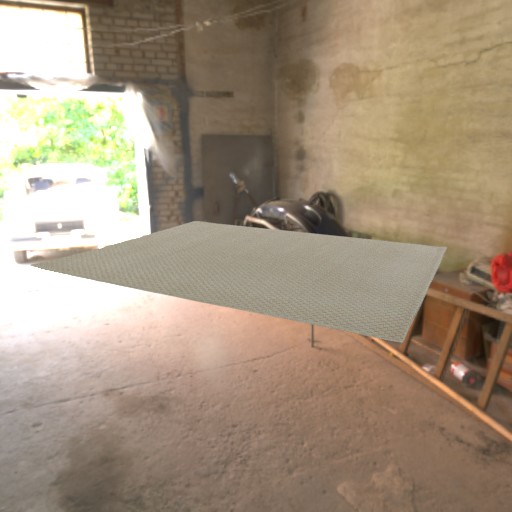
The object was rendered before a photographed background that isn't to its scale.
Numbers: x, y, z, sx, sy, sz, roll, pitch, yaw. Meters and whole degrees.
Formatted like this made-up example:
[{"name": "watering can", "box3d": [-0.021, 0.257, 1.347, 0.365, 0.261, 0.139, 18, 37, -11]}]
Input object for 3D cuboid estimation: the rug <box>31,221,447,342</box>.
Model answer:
[{"name": "rug", "box3d": [0.000, 0.000, 3.873, 2.897, 0.035, 2.277, 8, 17, 27]}]
